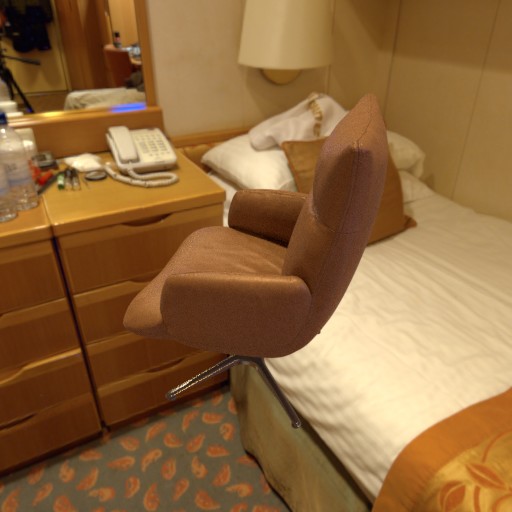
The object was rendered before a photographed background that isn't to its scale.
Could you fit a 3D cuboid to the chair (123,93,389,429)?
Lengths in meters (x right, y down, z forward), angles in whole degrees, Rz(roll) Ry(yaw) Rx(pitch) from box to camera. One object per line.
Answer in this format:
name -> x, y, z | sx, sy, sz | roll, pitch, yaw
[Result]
chair -> 0.000, 0.000, 1.568 | 0.794, 1.027, 0.711 | 8, 31, 13
